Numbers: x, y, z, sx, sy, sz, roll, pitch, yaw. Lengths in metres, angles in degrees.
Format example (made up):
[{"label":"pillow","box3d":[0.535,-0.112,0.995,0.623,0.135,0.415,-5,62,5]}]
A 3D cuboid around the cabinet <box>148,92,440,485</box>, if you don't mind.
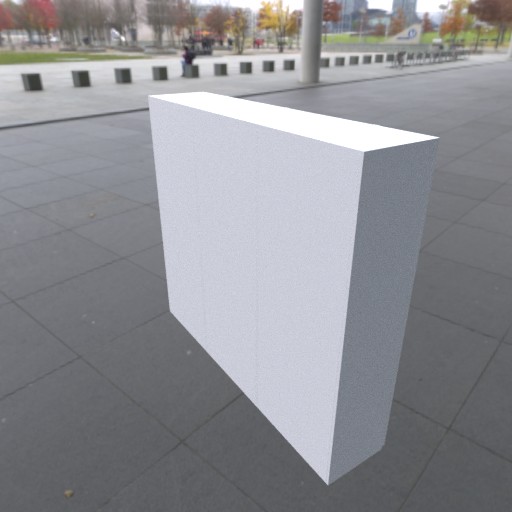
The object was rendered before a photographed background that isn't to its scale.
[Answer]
[{"label":"cabinet","box3d":[0.000,0.000,3.775,0.590,2.370,2.700,-17,31,-30]}]
